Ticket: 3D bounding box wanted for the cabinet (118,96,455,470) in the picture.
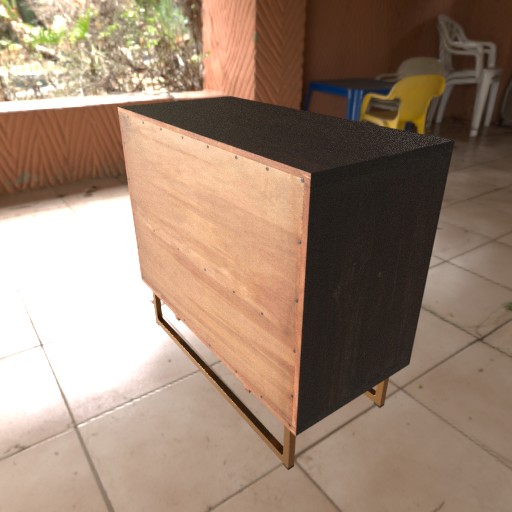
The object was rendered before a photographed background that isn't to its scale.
[{"bbox_3d":[0.000,0.000,1.449,0.451,0.860,0.950,-18,32,-32],"label":"cabinet"}]
